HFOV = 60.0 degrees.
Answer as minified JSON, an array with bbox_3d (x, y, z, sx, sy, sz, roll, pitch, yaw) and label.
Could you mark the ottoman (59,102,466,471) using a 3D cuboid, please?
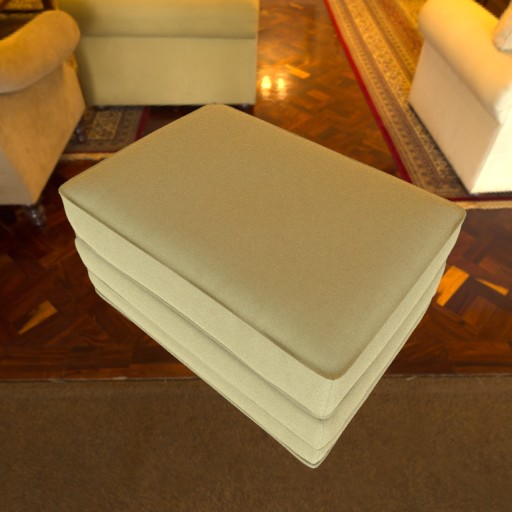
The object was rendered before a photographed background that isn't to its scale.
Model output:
[{"bbox_3d":[0.000,0.000,1.201,0.848,0.482,0.611,31,54,26],"label":"ottoman"}]
